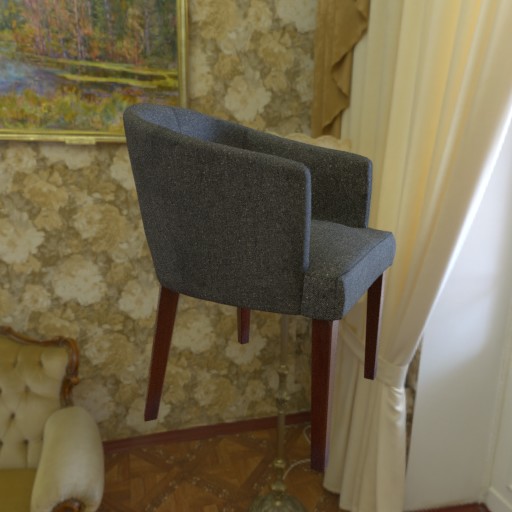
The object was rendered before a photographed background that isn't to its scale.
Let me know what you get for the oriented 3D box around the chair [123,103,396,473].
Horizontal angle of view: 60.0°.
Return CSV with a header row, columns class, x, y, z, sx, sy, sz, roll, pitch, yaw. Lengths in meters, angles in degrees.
class,x,y,z,sx,sy,sz,roll,pitch,yaw
chair,0.000,0.000,1.217,0.655,0.811,0.583,7,16,27
